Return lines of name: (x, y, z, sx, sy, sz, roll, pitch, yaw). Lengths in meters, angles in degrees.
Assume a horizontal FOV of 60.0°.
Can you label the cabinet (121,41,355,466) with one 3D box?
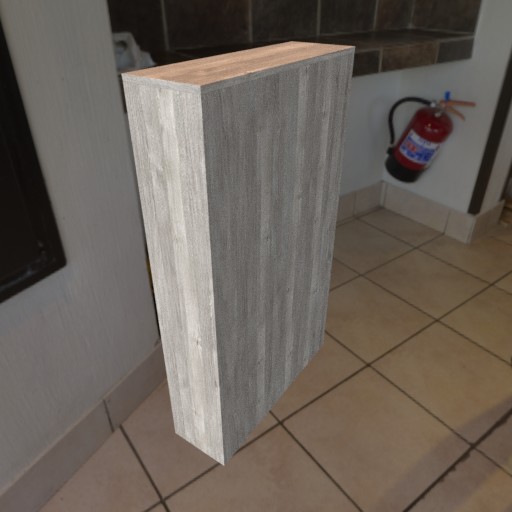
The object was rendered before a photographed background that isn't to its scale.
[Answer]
cabinet: (0.000, 0.000, 1.551, 0.250, 1.280, 0.750, 20, 37, 29)
